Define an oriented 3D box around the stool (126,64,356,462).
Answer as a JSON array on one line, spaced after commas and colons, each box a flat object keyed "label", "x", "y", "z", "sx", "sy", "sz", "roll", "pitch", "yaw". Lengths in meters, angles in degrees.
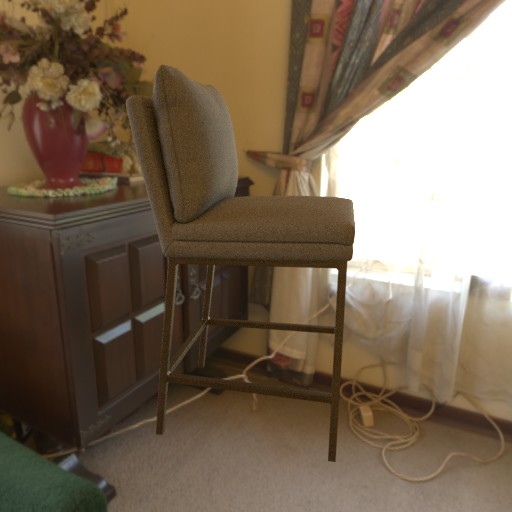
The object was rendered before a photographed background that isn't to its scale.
[{"label": "stool", "x": 0.000, "y": 0.000, "z": 1.342, "sx": 0.569, "sy": 1.030, "sz": 0.463, "roll": 3, "pitch": 16, "yaw": 11}]
